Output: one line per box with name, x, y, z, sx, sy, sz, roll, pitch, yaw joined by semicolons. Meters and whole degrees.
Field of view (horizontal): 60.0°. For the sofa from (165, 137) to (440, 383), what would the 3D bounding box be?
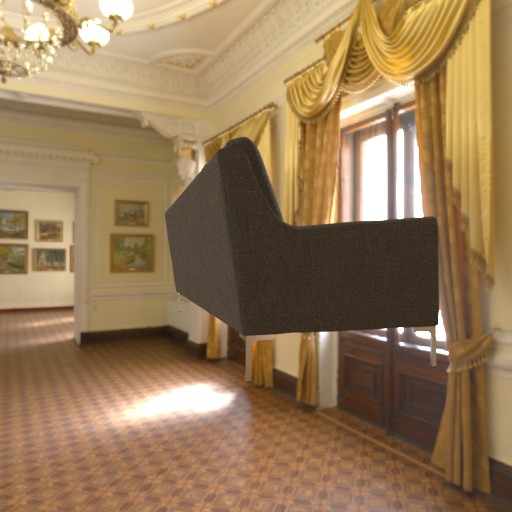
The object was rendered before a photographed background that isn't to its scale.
sofa;0.000;0.000;2.497;0.849;0.837;2.060;0;0;-16
